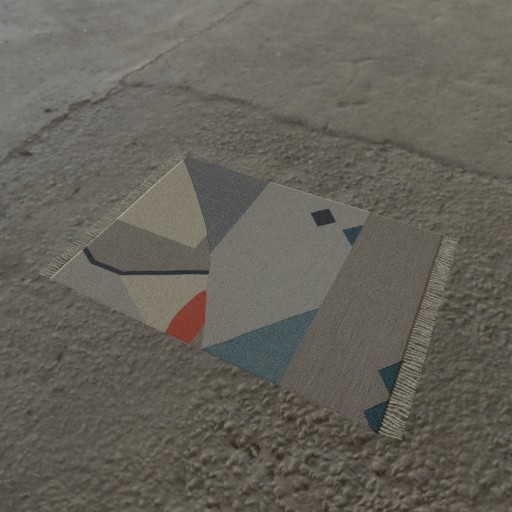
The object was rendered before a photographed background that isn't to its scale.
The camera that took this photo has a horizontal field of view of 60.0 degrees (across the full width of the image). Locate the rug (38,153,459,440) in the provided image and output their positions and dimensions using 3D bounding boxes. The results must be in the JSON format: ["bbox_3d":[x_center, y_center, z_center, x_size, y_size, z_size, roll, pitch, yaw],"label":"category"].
[{"bbox_3d":[0.000,0.000,2.293,1.828,0.005,1.220,20,49,19],"label":"rug"}]
